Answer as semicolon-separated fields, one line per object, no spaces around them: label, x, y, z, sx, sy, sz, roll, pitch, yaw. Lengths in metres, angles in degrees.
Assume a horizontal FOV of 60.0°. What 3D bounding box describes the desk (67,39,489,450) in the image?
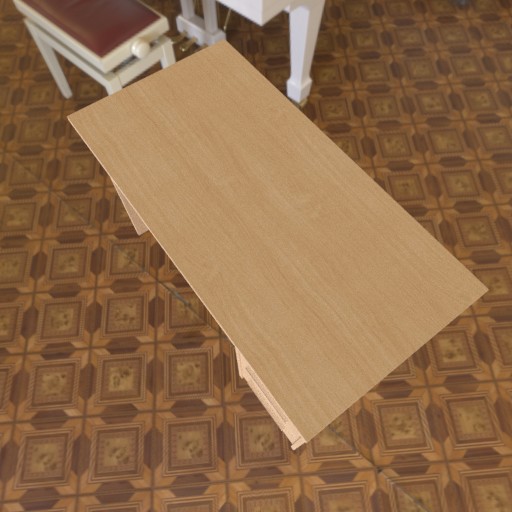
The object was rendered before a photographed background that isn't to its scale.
desk;0.000;0.000;1.500;0.560;0.735;1.097;-34;68;-15
